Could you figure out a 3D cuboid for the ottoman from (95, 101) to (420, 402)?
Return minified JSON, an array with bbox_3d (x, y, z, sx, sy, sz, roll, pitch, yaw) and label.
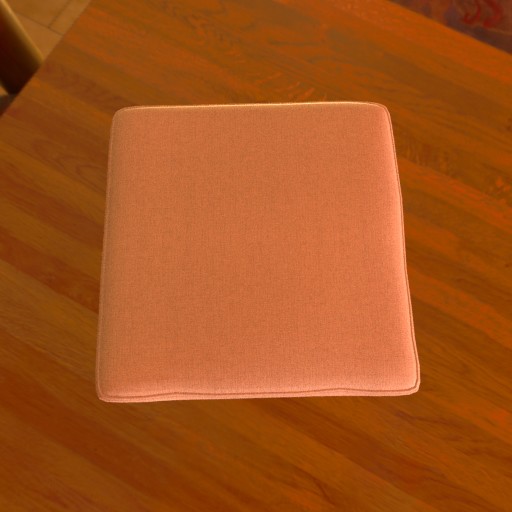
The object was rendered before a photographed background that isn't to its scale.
[{"bbox_3d":[0.000,0.000,1.388,0.838,0.503,0.838,-1,75,0],"label":"ottoman"}]
